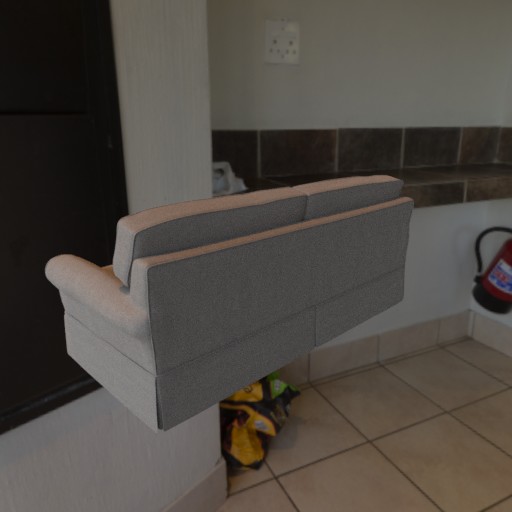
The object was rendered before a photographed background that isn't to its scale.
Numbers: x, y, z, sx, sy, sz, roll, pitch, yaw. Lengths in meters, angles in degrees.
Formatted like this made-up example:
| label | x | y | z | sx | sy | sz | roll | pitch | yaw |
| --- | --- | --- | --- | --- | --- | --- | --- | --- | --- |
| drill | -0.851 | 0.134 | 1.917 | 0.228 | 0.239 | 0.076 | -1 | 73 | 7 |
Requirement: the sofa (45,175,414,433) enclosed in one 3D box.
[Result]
| label | x | y | z | sx | sy | sz | roll | pitch | yaw |
| --- | --- | --- | --- | --- | --- | --- | --- | --- | --- |
| sofa | 0.000 | 0.000 | 2.787 | 2.248 | 0.943 | 0.991 | -16 | 23 | -42 |
